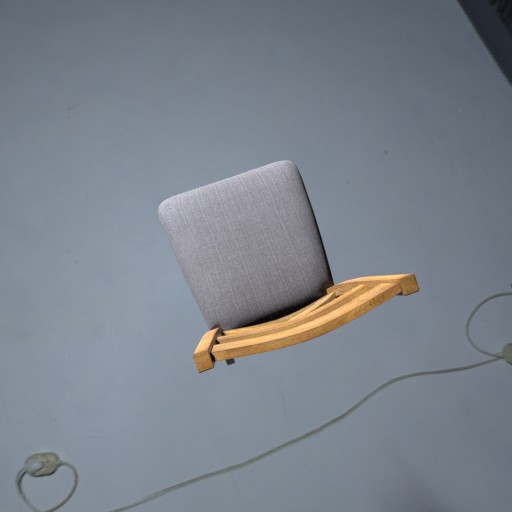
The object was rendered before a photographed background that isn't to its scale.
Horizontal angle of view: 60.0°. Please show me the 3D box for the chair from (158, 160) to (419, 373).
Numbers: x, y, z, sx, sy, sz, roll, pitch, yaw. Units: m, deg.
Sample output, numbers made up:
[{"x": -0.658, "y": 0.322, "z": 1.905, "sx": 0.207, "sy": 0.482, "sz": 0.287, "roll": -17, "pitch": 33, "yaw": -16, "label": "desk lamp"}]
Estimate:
[{"x": 0.000, "y": 0.000, "z": 1.276, "sx": 0.470, "sy": 0.949, "sz": 0.581, "roll": -19, "pitch": 75, "yaw": -5, "label": "chair"}]
